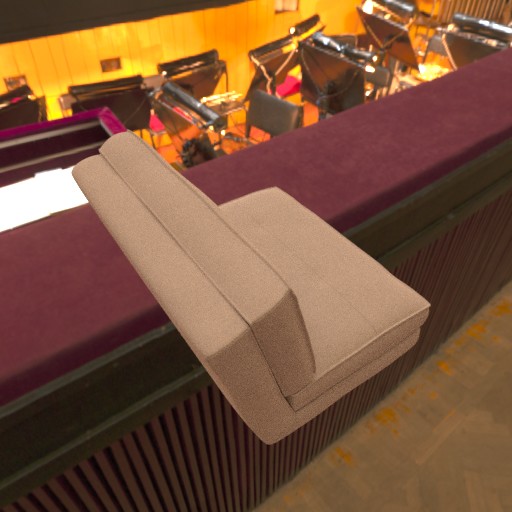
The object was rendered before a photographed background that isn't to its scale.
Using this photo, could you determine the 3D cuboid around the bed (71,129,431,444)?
[{"bbox_3d":[0.000,0.000,1.325,0.749,0.614,0.799,-25,48,-25],"label":"bed"}]
